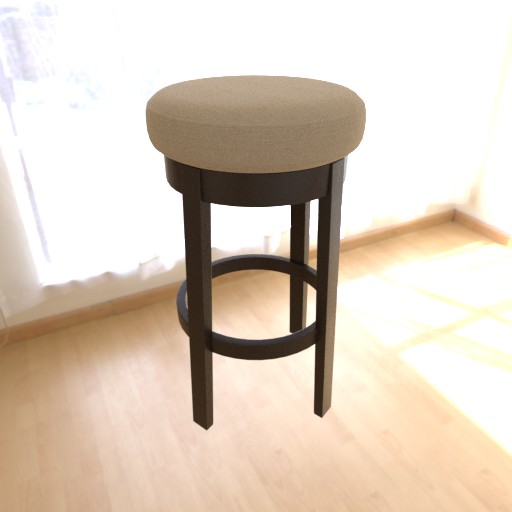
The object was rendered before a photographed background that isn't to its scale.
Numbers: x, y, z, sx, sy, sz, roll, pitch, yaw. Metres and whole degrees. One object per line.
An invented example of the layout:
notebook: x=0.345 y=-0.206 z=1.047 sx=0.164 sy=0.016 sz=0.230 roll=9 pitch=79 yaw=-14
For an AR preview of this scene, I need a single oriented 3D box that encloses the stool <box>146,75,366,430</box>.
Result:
stool: x=0.000 y=0.000 z=1.040 sx=0.446 sy=0.758 sz=0.446 roll=0 pitch=30 yaw=0
